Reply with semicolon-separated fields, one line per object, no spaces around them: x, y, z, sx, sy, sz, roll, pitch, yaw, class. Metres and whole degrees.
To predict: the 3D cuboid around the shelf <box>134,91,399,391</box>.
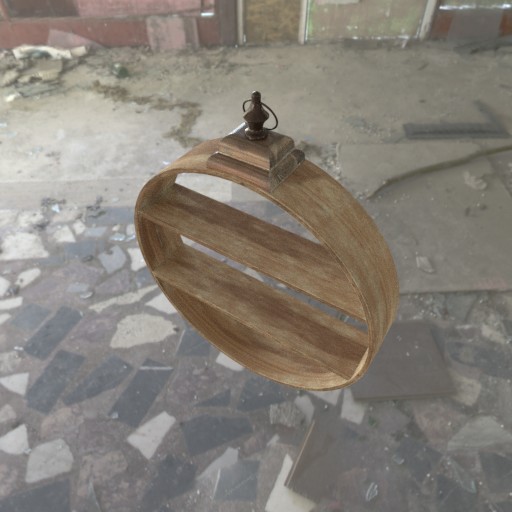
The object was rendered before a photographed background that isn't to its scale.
0.000;0.000;0.943;0.601;0.725;0.125;25;51;22;shelf
